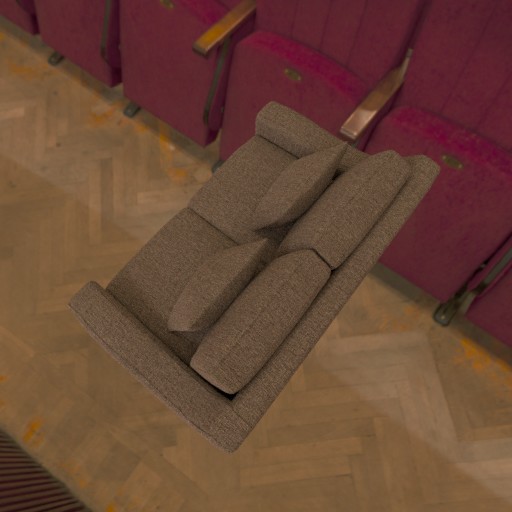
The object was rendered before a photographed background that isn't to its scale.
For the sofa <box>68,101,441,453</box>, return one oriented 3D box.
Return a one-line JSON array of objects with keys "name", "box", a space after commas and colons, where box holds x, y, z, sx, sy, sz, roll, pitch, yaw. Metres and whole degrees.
[{"name": "sofa", "box": [0.000, 0.000, 2.461, 1.120, 0.991, 1.778, 35, 70, 15]}]
